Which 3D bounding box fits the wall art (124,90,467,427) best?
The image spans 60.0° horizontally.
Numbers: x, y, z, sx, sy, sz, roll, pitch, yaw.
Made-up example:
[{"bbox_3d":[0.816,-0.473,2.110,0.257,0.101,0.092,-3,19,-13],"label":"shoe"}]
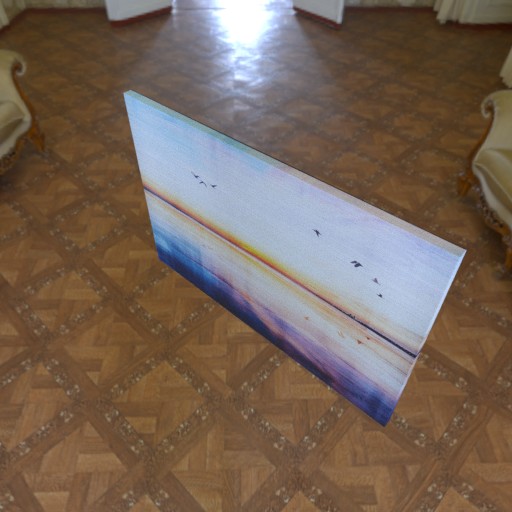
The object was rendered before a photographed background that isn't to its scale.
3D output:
[{"bbox_3d":[0.000,0.000,1.435,1.137,0.756,0.034,32,53,29],"label":"wall art"}]
